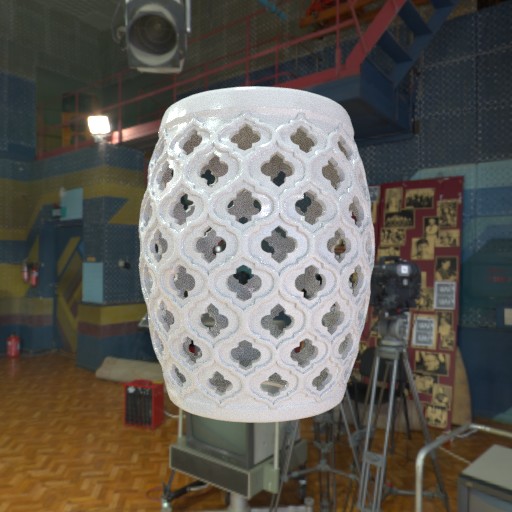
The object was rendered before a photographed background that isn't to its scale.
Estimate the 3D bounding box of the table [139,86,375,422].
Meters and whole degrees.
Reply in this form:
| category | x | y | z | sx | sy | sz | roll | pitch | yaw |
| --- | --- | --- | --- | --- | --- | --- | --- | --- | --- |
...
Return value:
| category | x | y | z | sx | sy | sz | roll | pitch | yaw |
| --- | --- | --- | --- | --- | --- | --- | --- | --- | --- |
| table | 0.000 | 0.000 | 0.631 | 0.325 | 0.388 | 0.325 | 0 | -1 | 0 |
